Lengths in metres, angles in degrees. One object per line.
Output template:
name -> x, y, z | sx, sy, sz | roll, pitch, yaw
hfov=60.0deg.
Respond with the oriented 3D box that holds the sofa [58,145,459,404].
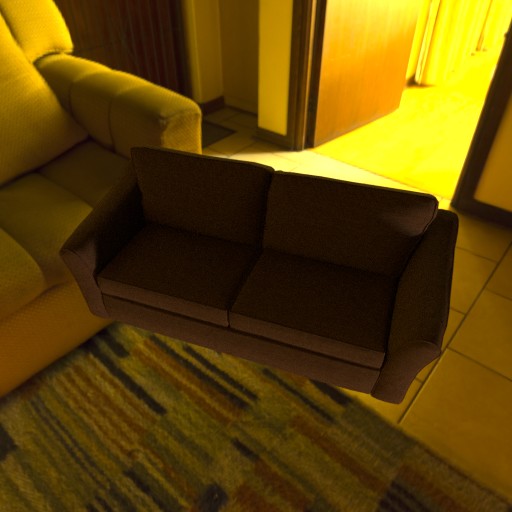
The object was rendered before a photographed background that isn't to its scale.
sofa -> 0.000, 0.000, 2.782 | 2.270, 0.950, 0.971 | 13, 42, 15
